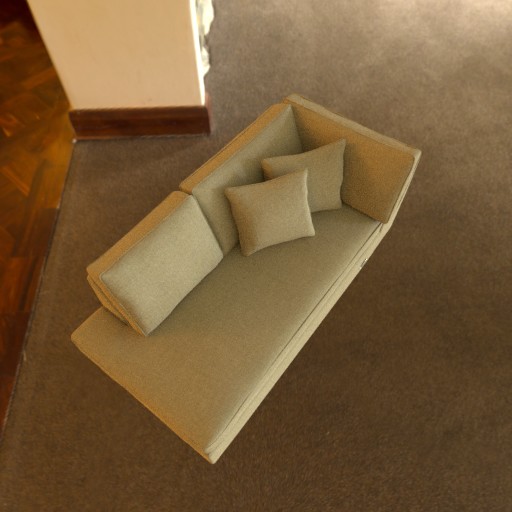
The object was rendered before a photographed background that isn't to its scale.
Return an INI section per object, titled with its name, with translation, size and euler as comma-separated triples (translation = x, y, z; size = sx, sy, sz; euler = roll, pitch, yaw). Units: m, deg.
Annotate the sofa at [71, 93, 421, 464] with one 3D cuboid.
[sofa]
translation = 0.000, 0.000, 2.880
size = 1.110, 1.019, 2.238
euler = 33, 63, 19
